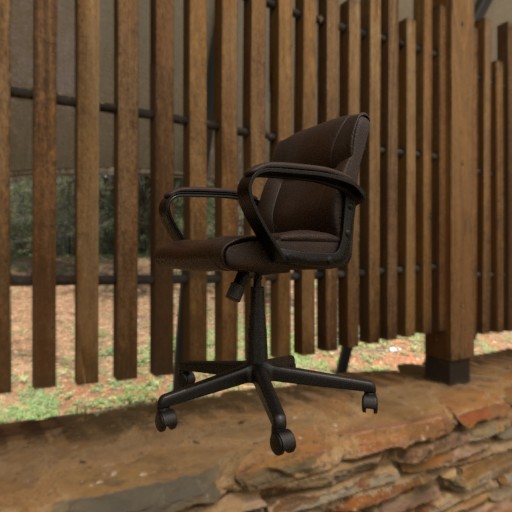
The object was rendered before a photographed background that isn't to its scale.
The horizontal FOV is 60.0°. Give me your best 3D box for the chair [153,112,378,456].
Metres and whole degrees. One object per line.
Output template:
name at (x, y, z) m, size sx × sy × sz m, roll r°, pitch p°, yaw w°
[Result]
chair at (0.000, 0.000, 1.488) m, size 0.717 × 1.004 × 0.739 m, roll 0°, pitch 0°, yaw -35°
